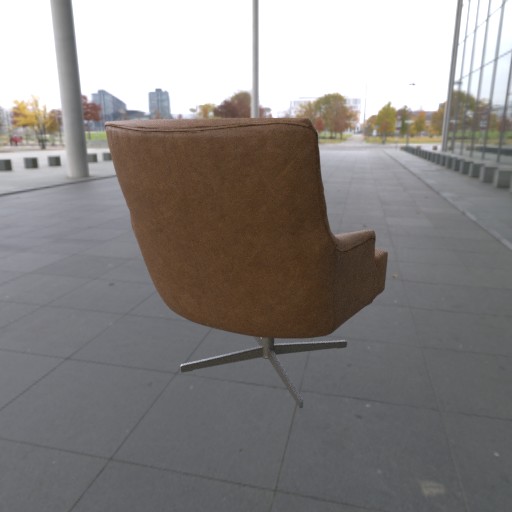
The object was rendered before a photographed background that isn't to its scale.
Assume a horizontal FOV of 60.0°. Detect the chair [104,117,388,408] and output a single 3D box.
[{"bbox_3d":[0.000,0.000,1.508,0.729,0.869,0.874,8,17,27],"label":"chair"}]
